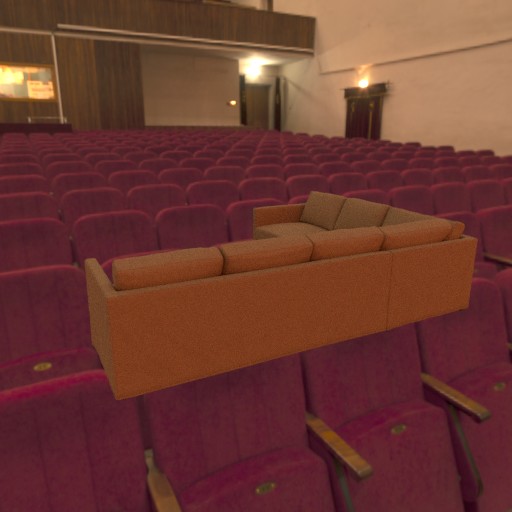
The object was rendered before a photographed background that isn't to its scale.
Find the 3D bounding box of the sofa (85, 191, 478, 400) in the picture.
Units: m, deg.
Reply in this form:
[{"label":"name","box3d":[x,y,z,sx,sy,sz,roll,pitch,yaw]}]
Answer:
[{"label":"sofa","box3d":[0.000,0.000,4.288,3.182,0.871,2.432,-8,17,-26]}]
